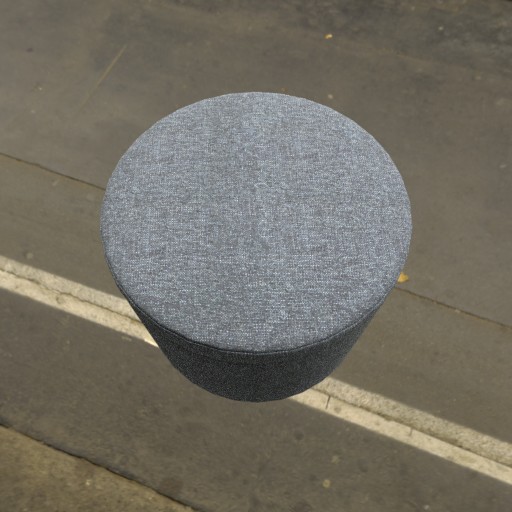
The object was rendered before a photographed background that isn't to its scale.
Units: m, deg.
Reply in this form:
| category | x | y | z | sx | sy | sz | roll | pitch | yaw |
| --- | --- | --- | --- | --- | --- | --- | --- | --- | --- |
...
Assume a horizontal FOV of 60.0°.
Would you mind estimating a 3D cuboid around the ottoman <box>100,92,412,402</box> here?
| category | x | y | z | sx | sy | sz | roll | pitch | yaw |
| --- | --- | --- | --- | --- | --- | --- | --- | --- | --- |
| ottoman | 0.000 | 0.000 | 0.877 | 0.500 | 0.419 | 0.500 | 0 | 62 | 0 |
